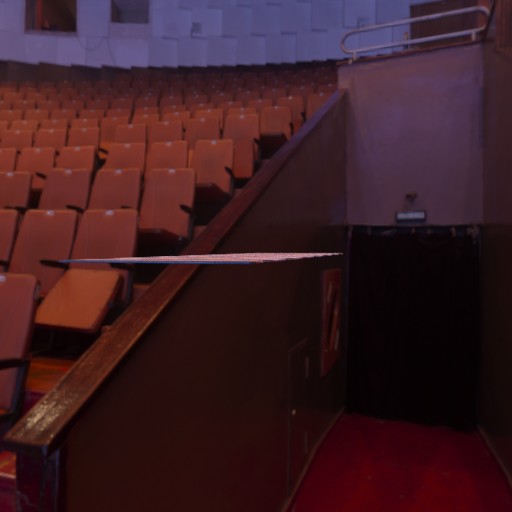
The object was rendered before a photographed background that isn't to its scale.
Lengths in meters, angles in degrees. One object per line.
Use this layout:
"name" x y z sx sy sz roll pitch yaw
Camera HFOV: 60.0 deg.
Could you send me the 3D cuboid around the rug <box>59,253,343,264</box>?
"rug" 0.000 0.000 2.688 0.760 0.009 2.440 0 1 18
